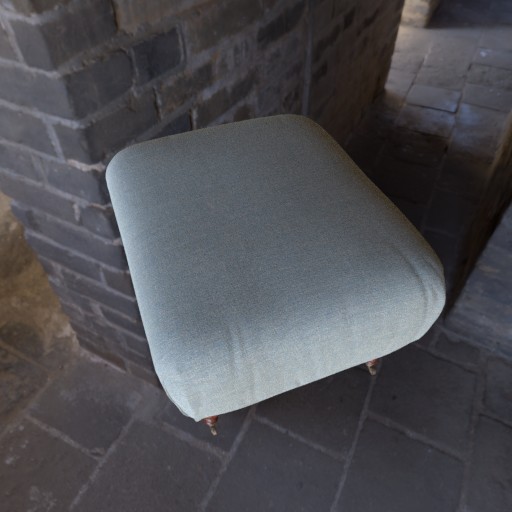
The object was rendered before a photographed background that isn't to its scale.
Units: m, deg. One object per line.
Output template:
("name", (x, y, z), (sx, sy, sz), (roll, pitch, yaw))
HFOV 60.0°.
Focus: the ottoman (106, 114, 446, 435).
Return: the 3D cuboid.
("ottoman", (0.000, 0.000, 1.147), (0.622, 0.450, 0.747), (-16, 48, -14))
